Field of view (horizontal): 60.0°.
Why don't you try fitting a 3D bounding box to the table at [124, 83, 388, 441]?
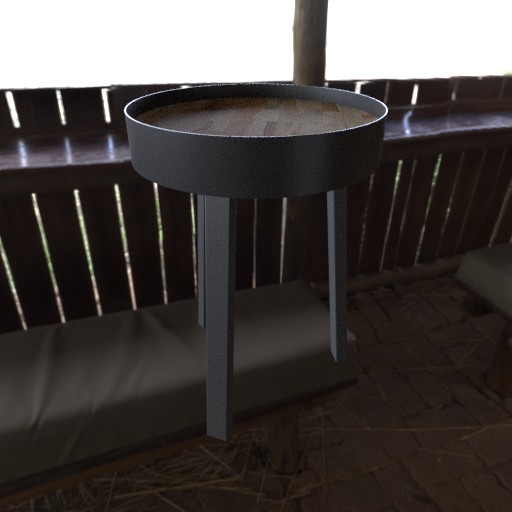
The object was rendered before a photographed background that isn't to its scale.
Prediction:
[{"bbox_3d":[0.000,0.000,0.845,0.406,0.559,0.406,0,30,0],"label":"table"}]
